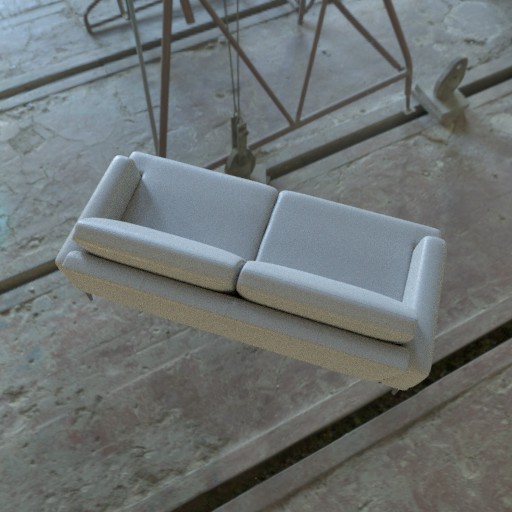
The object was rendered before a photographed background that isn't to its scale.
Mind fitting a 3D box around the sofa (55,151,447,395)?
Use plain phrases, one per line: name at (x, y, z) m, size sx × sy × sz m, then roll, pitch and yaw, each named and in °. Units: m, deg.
sofa at (0.000, 0.000, 2.439) m, size 1.940 × 0.765 × 0.974 m, roll 16°, pitch 64°, yaw 8°
